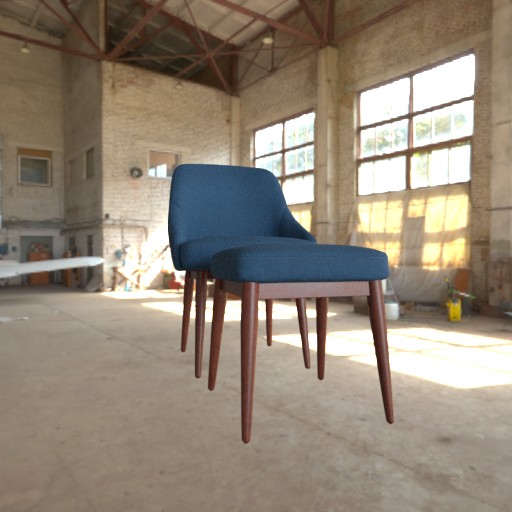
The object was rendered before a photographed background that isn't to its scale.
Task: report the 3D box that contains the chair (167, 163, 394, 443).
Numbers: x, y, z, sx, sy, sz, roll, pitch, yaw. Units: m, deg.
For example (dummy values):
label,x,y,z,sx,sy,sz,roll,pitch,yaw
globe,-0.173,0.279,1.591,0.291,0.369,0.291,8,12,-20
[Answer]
label,x,y,z,sx,sy,sz,roll,pitch,yaw
chair,0.000,0.000,1.617,0.584,0.866,1.114,0,1,-17
